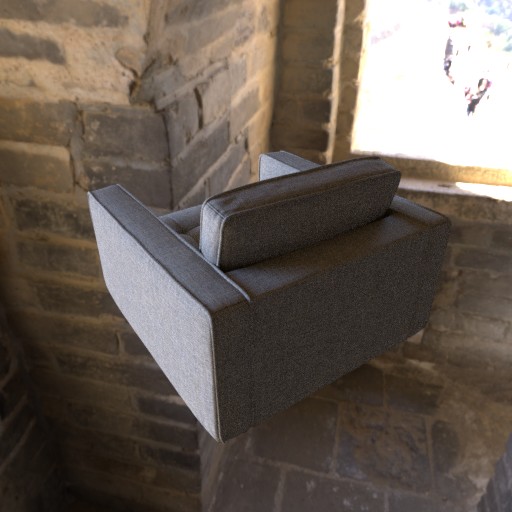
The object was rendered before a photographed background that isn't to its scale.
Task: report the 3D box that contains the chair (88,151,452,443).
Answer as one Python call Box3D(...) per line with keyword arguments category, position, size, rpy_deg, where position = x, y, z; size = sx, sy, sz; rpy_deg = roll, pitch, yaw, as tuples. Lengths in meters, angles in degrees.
Box3D(category="chair", position=(0.000, 0.000, 1.575), size=(0.889, 0.765, 0.914), rpy_deg=(-19, 35, -29))
